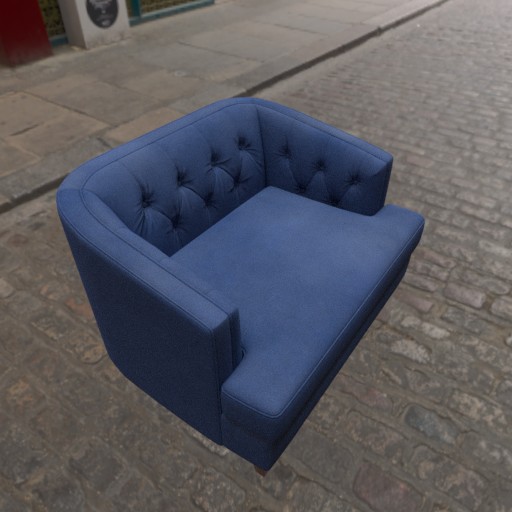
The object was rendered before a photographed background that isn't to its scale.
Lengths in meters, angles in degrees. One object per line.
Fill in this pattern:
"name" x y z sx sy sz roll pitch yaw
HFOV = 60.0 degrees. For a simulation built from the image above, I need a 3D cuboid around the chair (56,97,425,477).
"chair" 0.000 0.000 1.670 0.914 0.787 1.118 25 45 27
